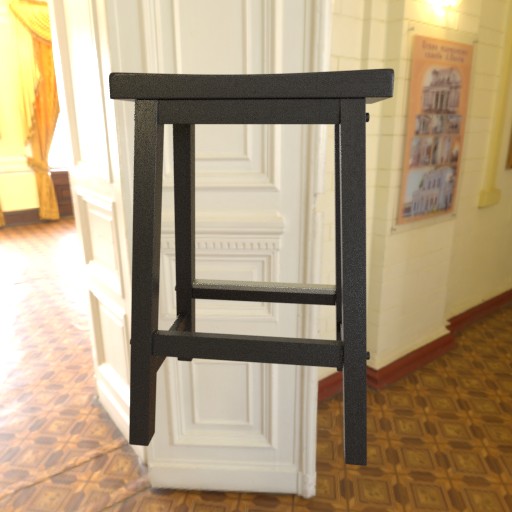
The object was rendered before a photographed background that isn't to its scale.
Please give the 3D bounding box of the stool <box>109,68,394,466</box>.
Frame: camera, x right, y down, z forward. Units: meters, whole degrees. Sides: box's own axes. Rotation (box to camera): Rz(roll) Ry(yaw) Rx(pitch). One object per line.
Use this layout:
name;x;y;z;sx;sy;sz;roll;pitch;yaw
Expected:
stool;0.000;0.000;0.814;0.406;0.610;0.322;2;17;7
